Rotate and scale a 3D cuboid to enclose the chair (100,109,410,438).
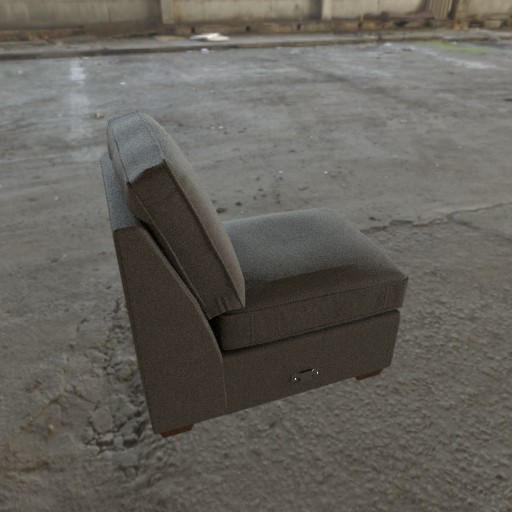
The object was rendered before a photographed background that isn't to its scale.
[{"bbox_3d":[0.000,0.000,1.595,0.938,0.970,0.621,-10,32,-17],"label":"chair"}]
